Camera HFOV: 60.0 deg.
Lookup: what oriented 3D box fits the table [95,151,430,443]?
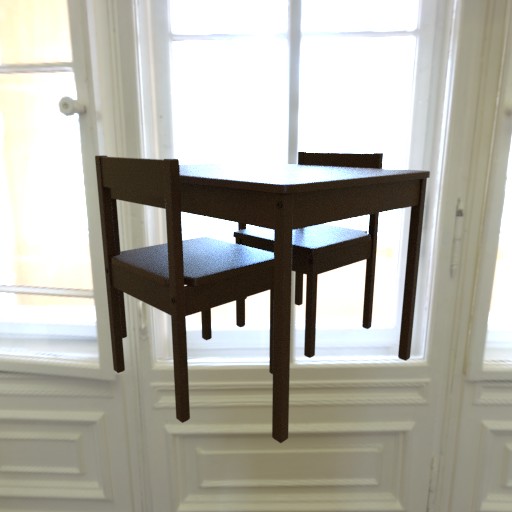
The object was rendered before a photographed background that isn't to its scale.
[{"bbox_3d":[0.000,0.000,1.121,0.672,0.503,0.650,-13,20,-42],"label":"table"}]
